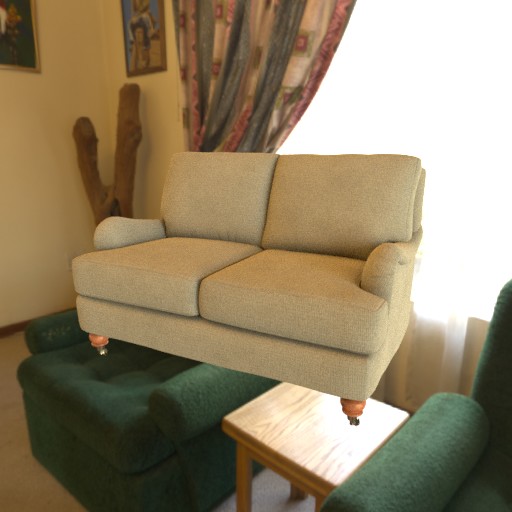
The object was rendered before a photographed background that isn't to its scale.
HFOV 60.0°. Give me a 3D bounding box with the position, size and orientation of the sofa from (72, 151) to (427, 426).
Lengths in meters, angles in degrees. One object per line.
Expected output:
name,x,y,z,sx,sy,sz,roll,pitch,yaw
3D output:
sofa,0.000,0.000,2.214,1.480,0.999,1.087,7,16,26
